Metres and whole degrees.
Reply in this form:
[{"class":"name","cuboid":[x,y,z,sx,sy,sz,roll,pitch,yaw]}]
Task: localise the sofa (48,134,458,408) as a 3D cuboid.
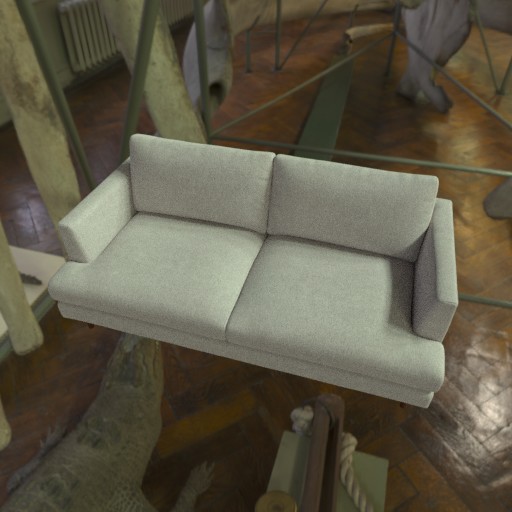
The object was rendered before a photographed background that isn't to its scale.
[{"class":"sofa","cuboid":[0.000,0.000,2.399,1.948,0.868,1.020,11,42,13]}]
